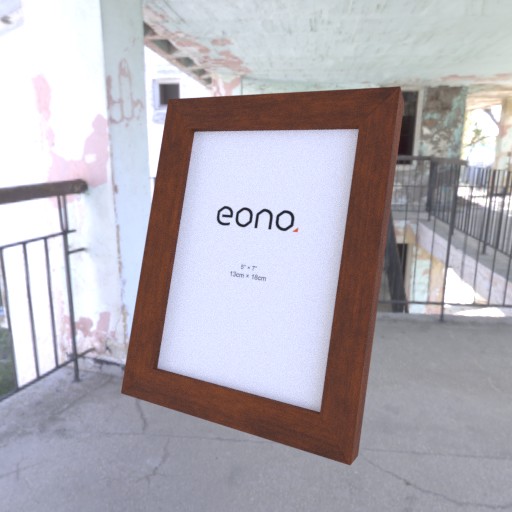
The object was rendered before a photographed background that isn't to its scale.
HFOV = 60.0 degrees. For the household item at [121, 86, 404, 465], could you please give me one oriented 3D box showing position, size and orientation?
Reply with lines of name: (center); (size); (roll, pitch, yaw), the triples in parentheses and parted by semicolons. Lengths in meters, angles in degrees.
household item: (0.000, 0.000, 0.289); (0.160, 0.204, 0.096); (7, 16, 25)
